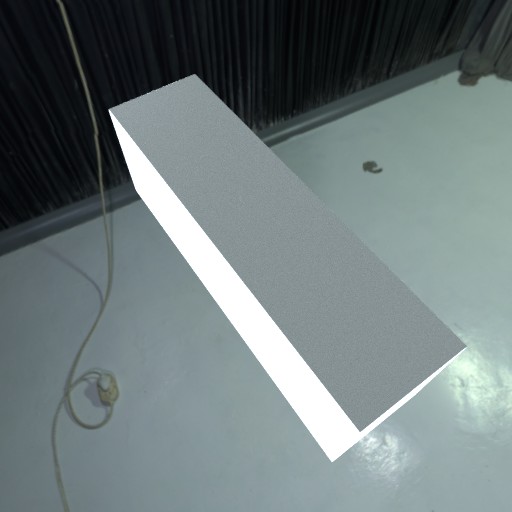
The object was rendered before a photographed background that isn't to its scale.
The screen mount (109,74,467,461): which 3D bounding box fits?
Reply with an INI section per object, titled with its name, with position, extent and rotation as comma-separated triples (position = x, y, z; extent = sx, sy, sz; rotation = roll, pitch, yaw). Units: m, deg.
[screen mount]
position = 0.000, 0.000, 1.764
extent = 0.400, 0.619, 1.490
rotation = -30, 62, -18
